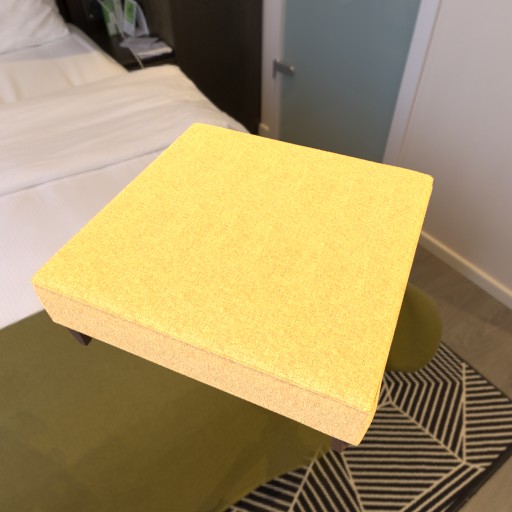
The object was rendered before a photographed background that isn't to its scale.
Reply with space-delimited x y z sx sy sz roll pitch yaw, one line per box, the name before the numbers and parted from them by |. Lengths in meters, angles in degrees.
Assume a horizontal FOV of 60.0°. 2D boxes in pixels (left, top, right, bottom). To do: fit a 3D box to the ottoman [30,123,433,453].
ottoman | 0.000 0.000 1.514 0.981 0.378 0.970 17 48 16
